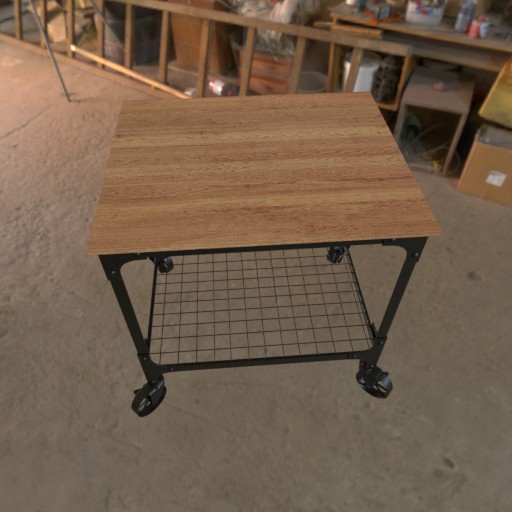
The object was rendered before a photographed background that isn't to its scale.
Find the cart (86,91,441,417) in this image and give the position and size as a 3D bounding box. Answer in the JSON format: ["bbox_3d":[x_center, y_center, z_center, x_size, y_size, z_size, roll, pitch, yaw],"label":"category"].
[{"bbox_3d":[0.000,0.000,1.114,0.666,0.603,0.558,-3,48,-3],"label":"cart"}]
